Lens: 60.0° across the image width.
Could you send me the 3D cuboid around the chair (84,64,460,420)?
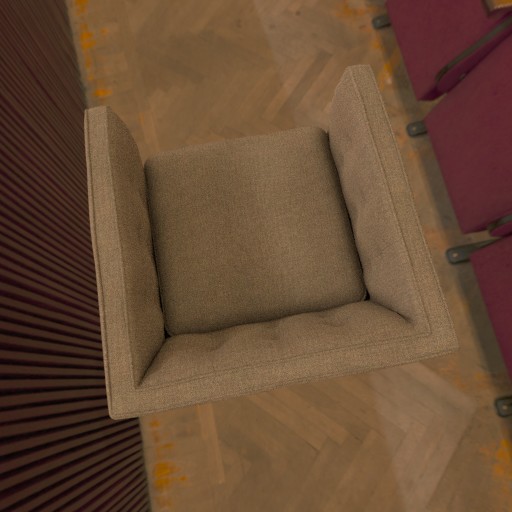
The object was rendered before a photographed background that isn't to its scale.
[{"bbox_3d":[0.000,0.000,1.585,0.920,0.799,0.912,-10,75,-3],"label":"chair"}]
